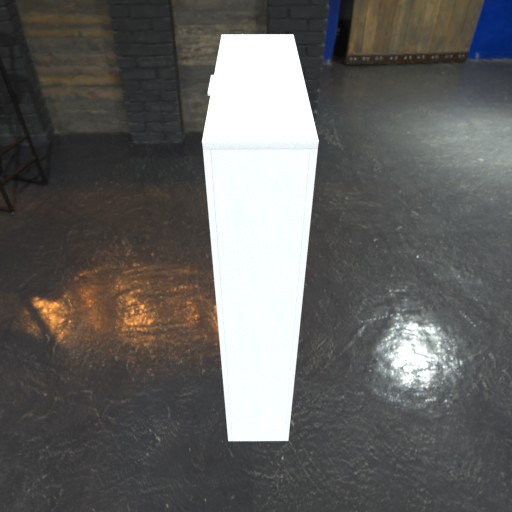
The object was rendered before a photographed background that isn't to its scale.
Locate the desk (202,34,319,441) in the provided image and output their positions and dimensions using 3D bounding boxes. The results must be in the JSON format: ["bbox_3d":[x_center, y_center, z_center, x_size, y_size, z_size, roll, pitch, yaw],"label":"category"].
[{"bbox_3d":[0.000,0.000,1.600,0.250,1.280,0.750,0,41,0],"label":"desk"}]
